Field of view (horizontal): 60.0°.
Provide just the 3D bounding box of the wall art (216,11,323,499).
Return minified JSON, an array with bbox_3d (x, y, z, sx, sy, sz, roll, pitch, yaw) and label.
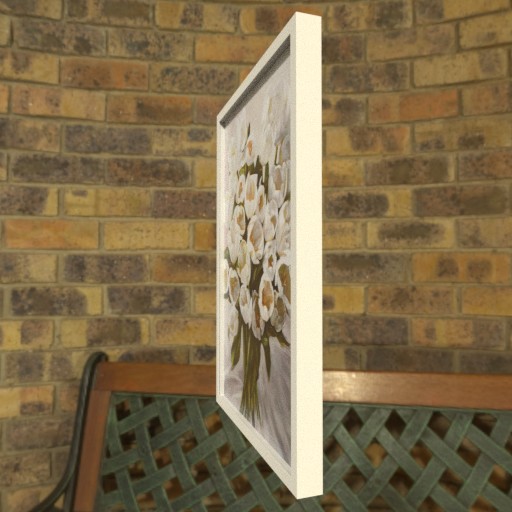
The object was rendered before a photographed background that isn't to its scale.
[{"bbox_3d":[0.000,0.000,0.816,0.038,0.657,0.450,0,-1,-19],"label":"wall art"}]
